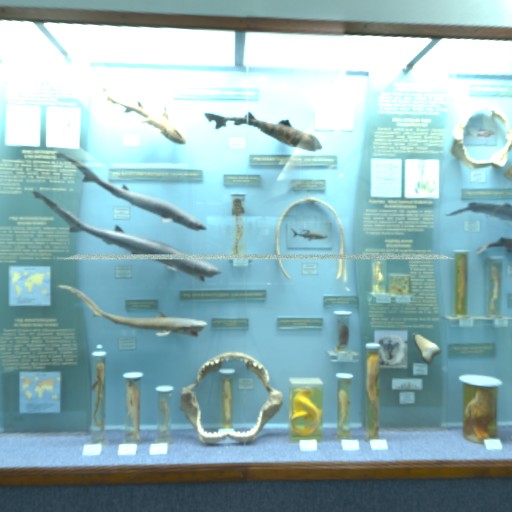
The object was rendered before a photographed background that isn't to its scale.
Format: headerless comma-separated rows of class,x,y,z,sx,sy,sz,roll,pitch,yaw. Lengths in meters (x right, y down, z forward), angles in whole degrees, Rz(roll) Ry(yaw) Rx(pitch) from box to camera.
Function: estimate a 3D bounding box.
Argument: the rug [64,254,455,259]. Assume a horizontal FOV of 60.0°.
rug,0.000,0.000,4.023,2.332,0.027,2.933,0,0,-1
